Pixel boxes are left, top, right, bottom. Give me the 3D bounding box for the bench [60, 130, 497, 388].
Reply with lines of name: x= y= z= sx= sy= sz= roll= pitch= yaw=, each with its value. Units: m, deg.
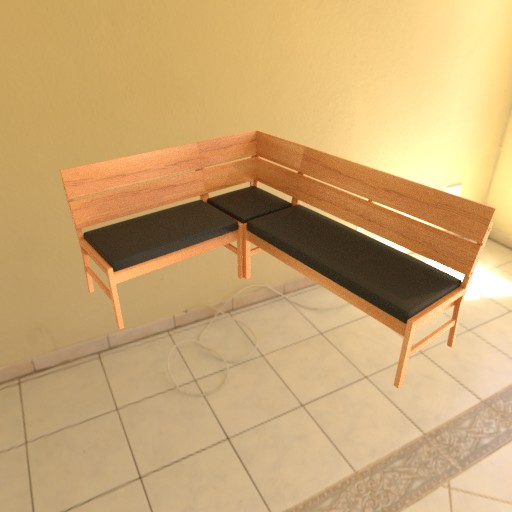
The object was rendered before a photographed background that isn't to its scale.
bench: x=0.000 y=0.000 z=2.693 sx=1.548 sy=0.890 sz=1.948 roll=-22 pitch=36 yaw=-32
